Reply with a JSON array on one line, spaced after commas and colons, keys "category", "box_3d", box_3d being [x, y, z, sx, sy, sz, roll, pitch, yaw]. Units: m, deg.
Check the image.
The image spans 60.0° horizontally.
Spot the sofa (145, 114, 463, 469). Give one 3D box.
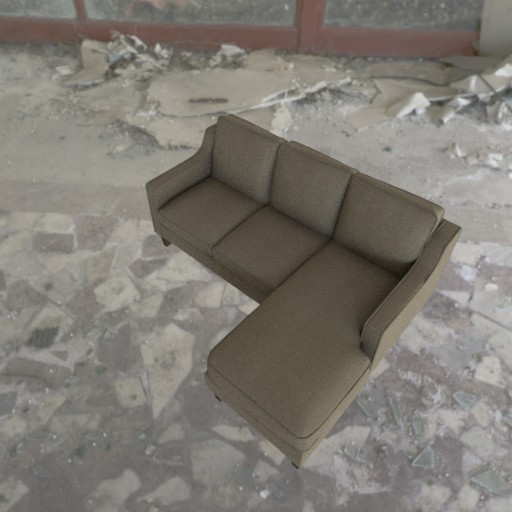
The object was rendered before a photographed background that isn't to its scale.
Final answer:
[{"category": "sofa", "box_3d": [0.000, 0.000, 3.379, 2.317, 1.081, 1.858, 32, 54, 27]}]
